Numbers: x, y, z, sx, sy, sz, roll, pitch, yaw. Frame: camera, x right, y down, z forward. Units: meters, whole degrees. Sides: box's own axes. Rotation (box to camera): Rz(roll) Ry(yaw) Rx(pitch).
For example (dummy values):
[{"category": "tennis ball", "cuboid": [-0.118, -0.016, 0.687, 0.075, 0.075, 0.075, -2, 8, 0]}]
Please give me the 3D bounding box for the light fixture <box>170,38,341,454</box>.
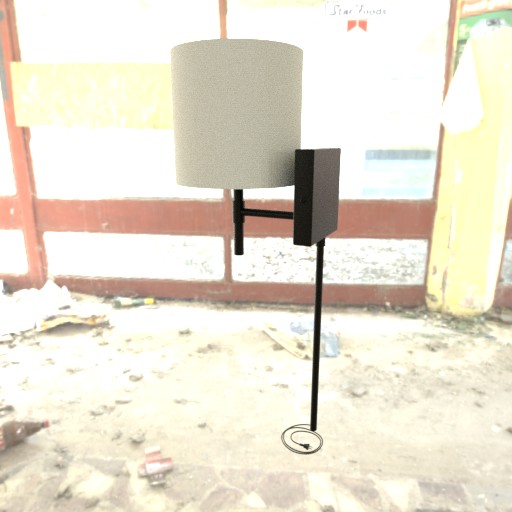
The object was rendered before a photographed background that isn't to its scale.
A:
[{"category": "light fixture", "cuboid": [0.000, 0.000, 0.691, 0.248, 0.589, 0.188, 7, 16, 25]}]
